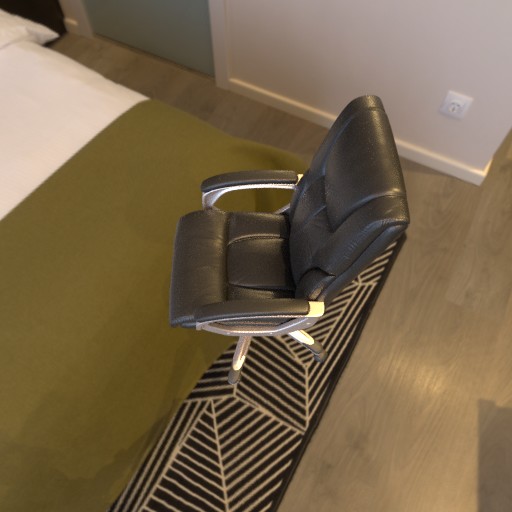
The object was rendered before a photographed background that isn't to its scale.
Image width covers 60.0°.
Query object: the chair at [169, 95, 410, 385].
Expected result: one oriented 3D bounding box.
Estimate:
[{"bbox_3d":[0.000,0.000,1.683,0.780,1.145,0.700,-1,60,-1],"label":"chair"}]
